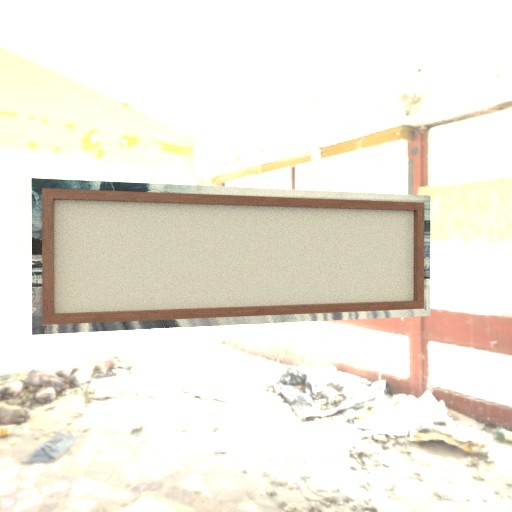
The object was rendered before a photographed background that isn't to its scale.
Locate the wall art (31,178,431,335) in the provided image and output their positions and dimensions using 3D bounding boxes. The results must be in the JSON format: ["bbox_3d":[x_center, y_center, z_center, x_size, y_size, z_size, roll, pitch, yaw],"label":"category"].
[{"bbox_3d":[0.000,0.000,1.666,1.524,0.509,0.037,0,0,-17],"label":"wall art"}]
